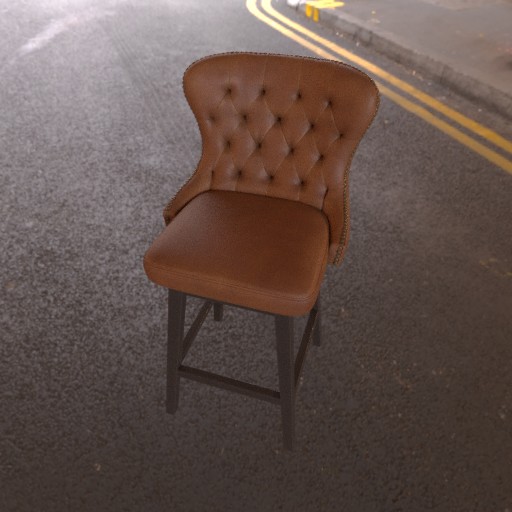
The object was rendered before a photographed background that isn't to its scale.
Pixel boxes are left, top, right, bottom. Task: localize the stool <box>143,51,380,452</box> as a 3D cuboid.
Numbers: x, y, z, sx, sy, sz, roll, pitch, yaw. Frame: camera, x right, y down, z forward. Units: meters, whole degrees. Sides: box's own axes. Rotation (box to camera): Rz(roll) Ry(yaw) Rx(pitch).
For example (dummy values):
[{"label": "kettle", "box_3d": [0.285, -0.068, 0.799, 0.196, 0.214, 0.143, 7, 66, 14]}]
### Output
[{"label": "stool", "box_3d": [0.000, 0.000, 1.296, 0.528, 0.971, 0.593, 12, 42, 13]}]
